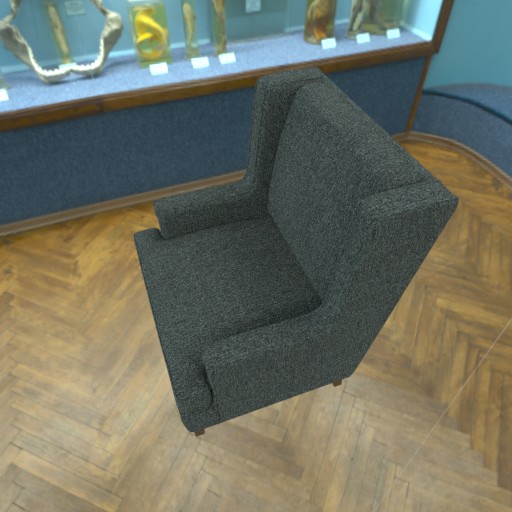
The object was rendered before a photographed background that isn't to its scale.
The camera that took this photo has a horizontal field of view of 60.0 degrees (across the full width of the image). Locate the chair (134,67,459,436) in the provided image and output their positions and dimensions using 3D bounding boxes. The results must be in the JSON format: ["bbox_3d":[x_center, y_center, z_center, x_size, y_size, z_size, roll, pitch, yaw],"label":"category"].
[{"bbox_3d":[0.000,0.000,1.843,0.927,1.082,0.942,-15,48,-14],"label":"chair"}]
